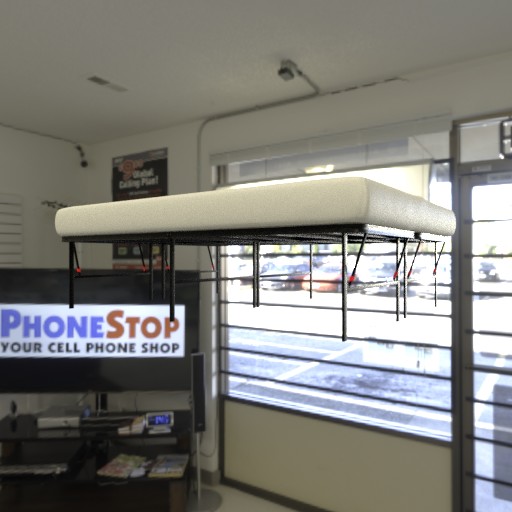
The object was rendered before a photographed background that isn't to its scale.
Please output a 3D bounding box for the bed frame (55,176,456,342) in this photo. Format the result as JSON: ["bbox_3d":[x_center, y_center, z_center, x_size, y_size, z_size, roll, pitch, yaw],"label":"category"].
[{"bbox_3d":[0.000,0.000,2.868,2.151,0.667,1.584,0,0,35],"label":"bed frame"}]
